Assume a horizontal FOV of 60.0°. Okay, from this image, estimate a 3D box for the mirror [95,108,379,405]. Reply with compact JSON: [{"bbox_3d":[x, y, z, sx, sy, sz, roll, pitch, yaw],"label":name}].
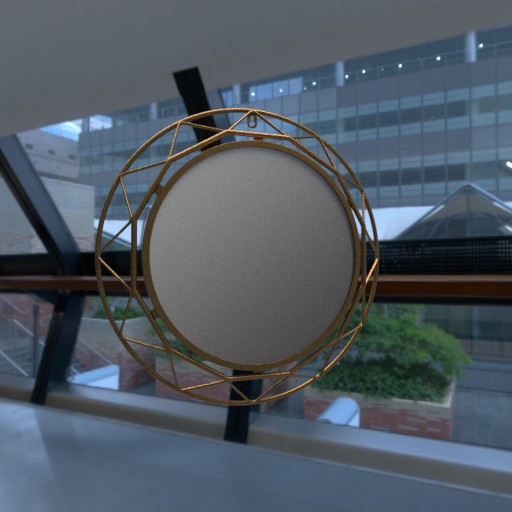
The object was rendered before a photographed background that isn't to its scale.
[{"bbox_3d":[0.000,0.000,0.664,0.454,0.454,0.043,0,-1,-19],"label":"mirror"}]
